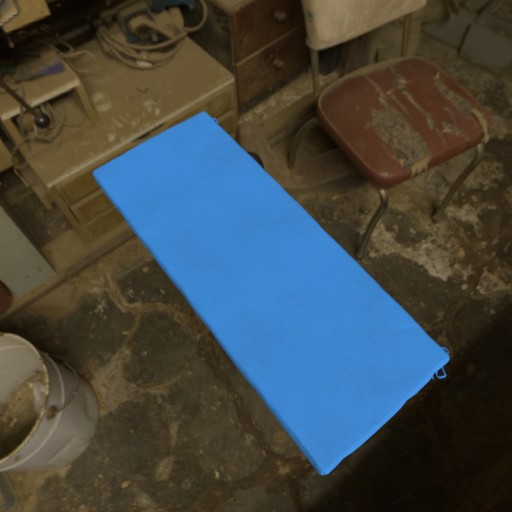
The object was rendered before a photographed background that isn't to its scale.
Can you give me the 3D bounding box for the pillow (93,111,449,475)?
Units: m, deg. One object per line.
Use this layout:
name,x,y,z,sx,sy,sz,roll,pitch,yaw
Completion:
pillow,0.000,0.000,1.340,0.492,0.081,1.187,-35,67,-17
